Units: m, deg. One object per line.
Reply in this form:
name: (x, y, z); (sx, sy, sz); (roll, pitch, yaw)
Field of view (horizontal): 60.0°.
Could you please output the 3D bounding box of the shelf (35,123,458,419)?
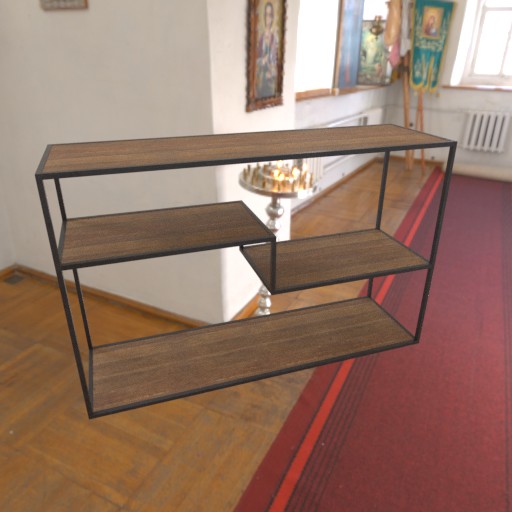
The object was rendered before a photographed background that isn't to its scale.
shelf: (0.000, 0.000, 1.516); (1.201, 0.765, 0.361); (-8, 27, -17)
